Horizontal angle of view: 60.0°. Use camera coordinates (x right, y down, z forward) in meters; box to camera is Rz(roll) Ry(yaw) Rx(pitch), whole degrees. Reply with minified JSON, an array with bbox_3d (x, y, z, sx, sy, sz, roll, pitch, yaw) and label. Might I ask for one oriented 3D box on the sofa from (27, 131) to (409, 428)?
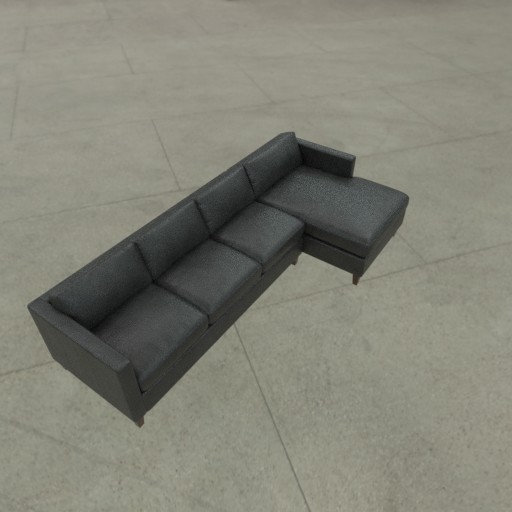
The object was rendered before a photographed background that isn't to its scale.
[{"bbox_3d":[0.000,0.000,3.847,1.581,0.883,3.203,25,47,26],"label":"sofa"}]
